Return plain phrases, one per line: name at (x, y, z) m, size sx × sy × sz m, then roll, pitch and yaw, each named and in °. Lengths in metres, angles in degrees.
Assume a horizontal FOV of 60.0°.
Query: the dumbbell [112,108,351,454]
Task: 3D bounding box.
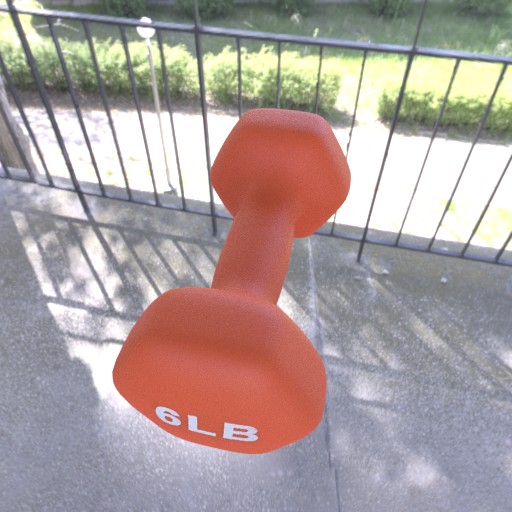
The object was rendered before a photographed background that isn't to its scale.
dumbbell at (0.000, 0.000, 0.203) m, size 0.079 × 0.071 × 0.162 m, roll 10°, pitch 47°, yaw 9°
